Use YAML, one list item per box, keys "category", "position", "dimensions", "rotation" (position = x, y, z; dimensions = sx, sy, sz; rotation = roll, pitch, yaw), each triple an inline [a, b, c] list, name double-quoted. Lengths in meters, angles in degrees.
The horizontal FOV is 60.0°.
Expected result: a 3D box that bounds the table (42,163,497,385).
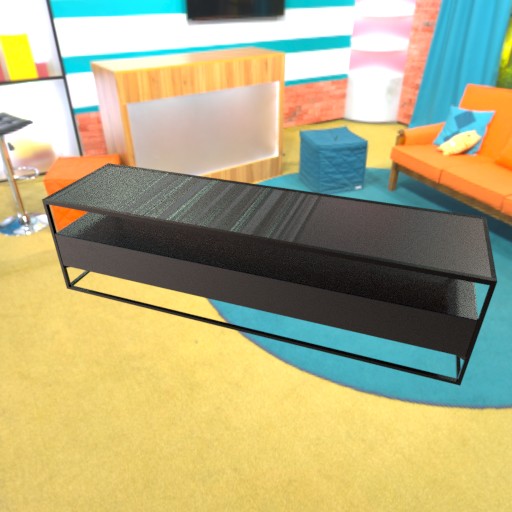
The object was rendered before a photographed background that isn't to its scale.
- category: "table"
  position: [0.000, 0.000, 1.637]
  dimensions: [1.486, 0.395, 0.399]
  rotation: [11, 34, 17]
